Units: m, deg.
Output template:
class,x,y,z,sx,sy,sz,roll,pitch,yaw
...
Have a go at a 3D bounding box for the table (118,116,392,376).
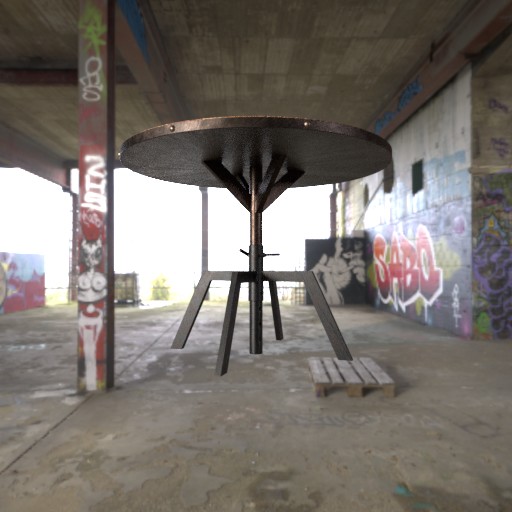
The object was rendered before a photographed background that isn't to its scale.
class,x,y,z,sx,sy,sz,roll,pitch,yaw
table,0.000,0.000,1.499,0.885,0.658,0.885,0,-1,0
